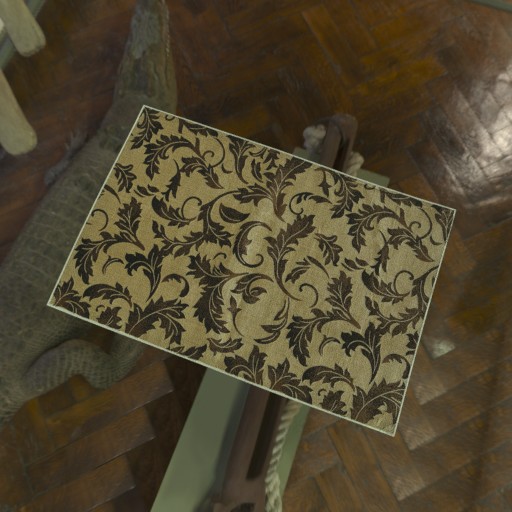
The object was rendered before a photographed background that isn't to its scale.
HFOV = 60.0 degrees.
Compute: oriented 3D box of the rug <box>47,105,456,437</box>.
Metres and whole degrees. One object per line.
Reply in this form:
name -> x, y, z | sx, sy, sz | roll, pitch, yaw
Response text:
rug -> 0.000, 0.000, 2.875 | 2.284, 0.008, 1.522 | 20, 77, 5
